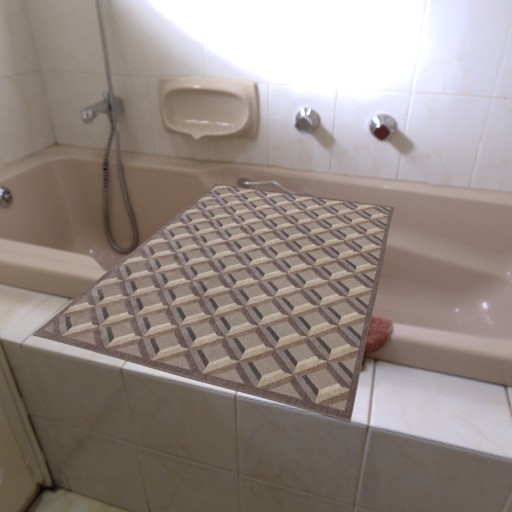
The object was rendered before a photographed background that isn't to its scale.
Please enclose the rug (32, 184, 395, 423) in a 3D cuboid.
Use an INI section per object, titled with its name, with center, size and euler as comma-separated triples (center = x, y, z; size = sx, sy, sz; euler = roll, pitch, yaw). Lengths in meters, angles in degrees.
[rug]
center = 0.000, 0.000, 2.918
size = 1.600, 0.013, 2.260
euler = 10, 31, 17
